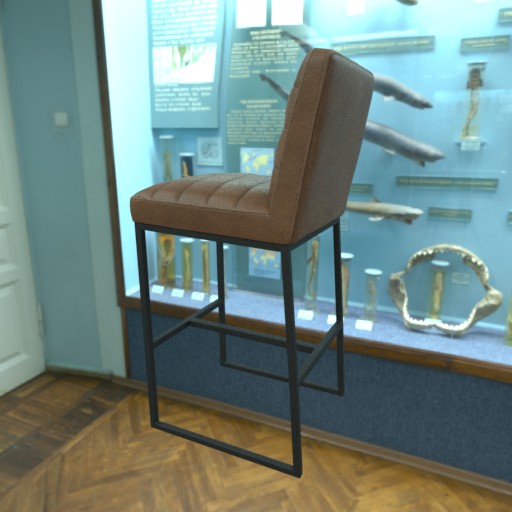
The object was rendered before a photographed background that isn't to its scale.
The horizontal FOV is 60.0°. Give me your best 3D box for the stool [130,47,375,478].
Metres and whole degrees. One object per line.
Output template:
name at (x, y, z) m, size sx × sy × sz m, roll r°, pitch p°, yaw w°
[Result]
stool at (0.000, 0.000, 1.307) m, size 0.556 × 1.040 × 0.458 m, roll 7°, pitch 17°, yaw 25°
